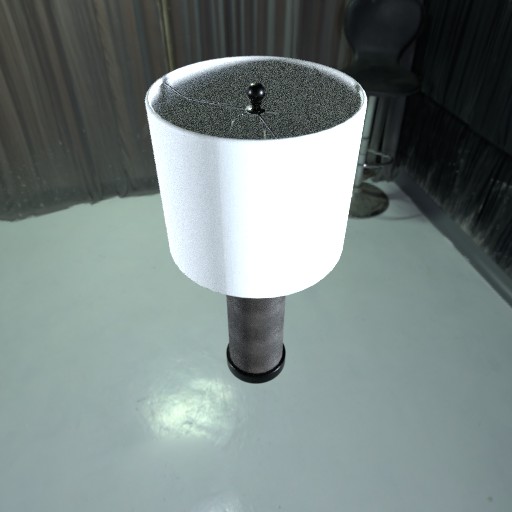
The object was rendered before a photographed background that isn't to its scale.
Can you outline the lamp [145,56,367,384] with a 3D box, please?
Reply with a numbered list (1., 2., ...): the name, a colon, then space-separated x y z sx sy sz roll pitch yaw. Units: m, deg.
1. lamp: 0.000 0.000 0.820 0.305 0.634 0.305 -13 43 -14
